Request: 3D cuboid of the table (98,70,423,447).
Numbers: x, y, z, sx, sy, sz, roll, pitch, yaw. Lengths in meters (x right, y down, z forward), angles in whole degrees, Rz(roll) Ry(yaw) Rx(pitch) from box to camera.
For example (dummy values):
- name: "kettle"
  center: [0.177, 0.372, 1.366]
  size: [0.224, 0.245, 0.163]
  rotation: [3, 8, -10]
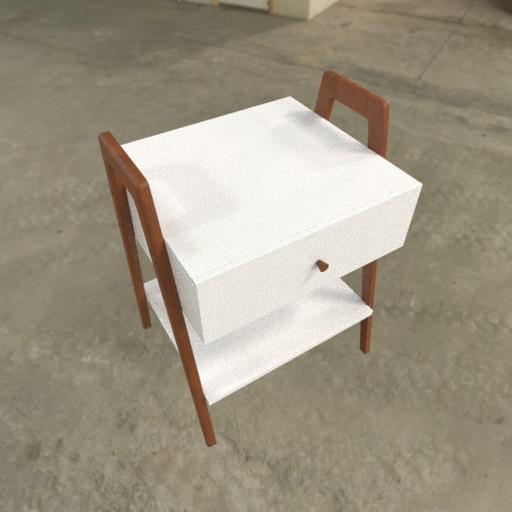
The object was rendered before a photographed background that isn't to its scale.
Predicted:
- name: "table"
  center: [0.000, 0.000, 0.915]
  size: [0.457, 0.610, 0.405]
  rotation: [-24, 49, -22]
